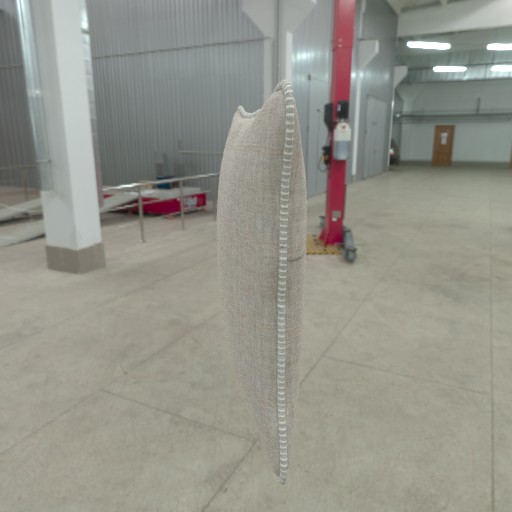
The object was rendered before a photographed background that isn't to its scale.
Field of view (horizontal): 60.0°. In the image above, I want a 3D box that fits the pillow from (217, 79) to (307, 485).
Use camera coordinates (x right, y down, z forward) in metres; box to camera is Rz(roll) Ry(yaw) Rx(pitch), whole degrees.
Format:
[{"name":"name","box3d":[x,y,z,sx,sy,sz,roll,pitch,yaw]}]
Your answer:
[{"name":"pillow","box3d":[0.000,0.000,0.726,0.124,0.494,0.485,-2,15,-8]}]
